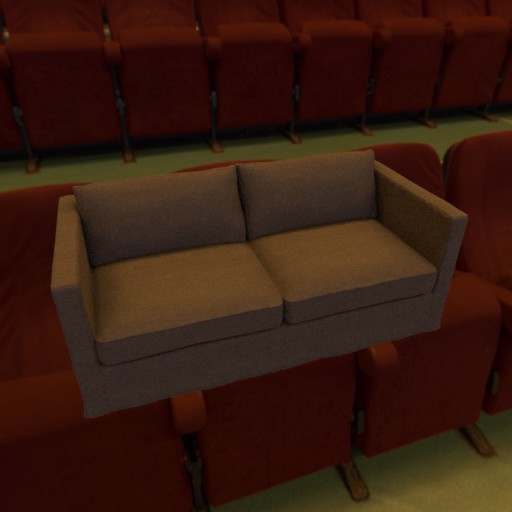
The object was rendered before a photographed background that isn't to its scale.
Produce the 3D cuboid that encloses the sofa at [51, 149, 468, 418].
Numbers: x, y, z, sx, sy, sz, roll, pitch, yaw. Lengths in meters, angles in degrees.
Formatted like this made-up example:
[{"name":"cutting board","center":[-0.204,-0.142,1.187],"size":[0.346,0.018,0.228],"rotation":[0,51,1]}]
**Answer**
[{"name":"sofa","center":[0.000,0.000,2.443],"size":[1.982,0.855,0.953],"rotation":[-10,33,-16]}]
